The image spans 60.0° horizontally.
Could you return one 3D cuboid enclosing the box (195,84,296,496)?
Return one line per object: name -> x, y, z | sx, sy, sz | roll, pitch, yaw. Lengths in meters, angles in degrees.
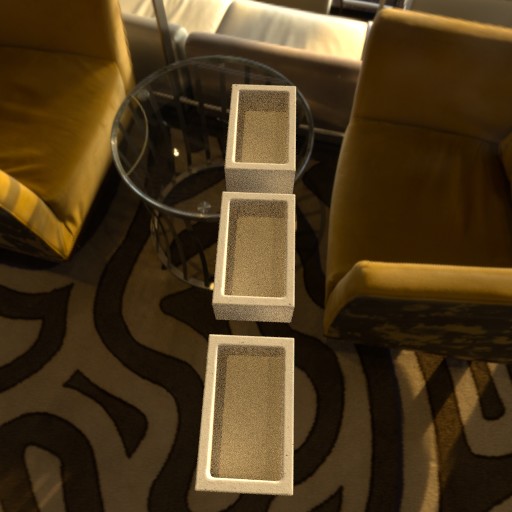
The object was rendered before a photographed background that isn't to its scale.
box -> 0.000, 0.000, 0.490 | 0.082, 0.051, 0.461 | 2, 64, 1
